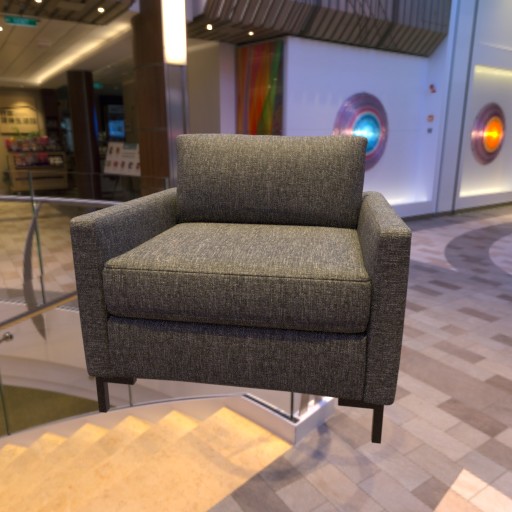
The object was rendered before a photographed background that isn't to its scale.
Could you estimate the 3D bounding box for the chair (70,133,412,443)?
[{"bbox_3d":[0.000,0.000,1.609,0.963,0.861,0.866,3,15,10],"label":"chair"}]
